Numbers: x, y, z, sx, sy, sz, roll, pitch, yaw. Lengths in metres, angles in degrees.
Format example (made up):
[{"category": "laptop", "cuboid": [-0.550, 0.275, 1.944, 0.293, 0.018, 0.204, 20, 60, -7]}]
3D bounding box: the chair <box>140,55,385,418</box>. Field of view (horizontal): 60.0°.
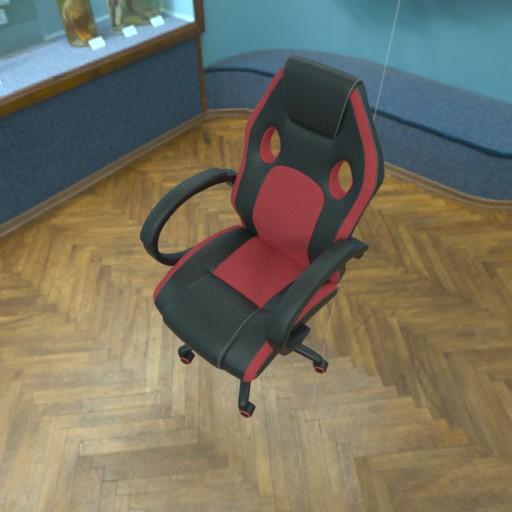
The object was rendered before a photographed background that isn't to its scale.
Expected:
[{"category": "chair", "cuboid": [0.000, 0.000, 1.621, 0.673, 1.187, 0.724, 33, 55, 27]}]
